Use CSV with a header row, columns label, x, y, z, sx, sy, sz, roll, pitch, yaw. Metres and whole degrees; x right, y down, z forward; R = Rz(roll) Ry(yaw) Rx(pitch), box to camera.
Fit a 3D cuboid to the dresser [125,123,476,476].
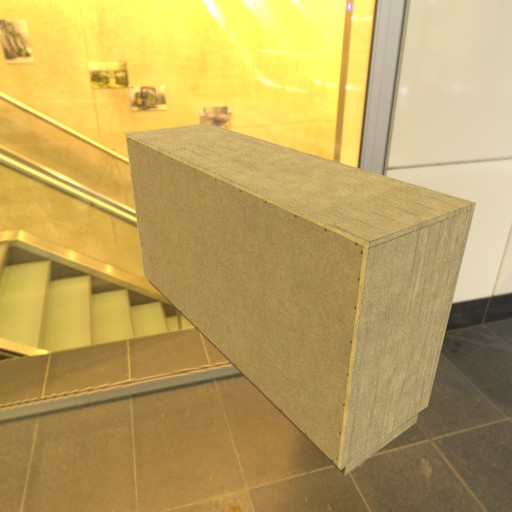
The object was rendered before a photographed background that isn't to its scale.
label,x,y,z,sx,sy,sz,roll,pitch,yaw
dresser,0.000,0.000,2.014,0.483,0.889,1.628,-18,32,-32
